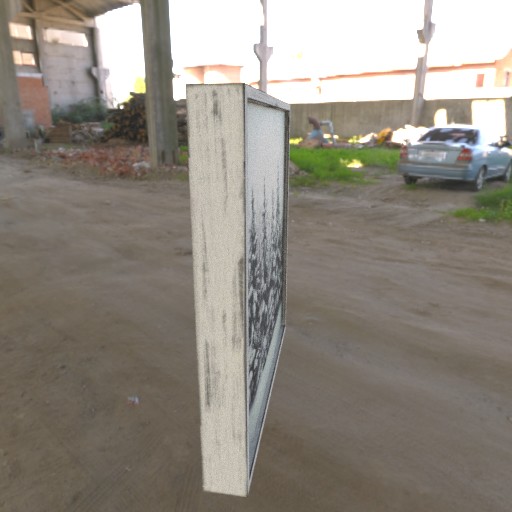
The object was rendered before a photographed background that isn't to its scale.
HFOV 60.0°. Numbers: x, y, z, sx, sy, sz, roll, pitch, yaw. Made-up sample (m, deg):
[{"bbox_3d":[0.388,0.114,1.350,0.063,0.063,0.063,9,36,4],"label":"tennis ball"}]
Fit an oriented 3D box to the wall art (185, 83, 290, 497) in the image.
[{"bbox_3d":[0.000,0.000,0.450,0.036,0.303,0.303,3,17,9],"label":"wall art"}]
